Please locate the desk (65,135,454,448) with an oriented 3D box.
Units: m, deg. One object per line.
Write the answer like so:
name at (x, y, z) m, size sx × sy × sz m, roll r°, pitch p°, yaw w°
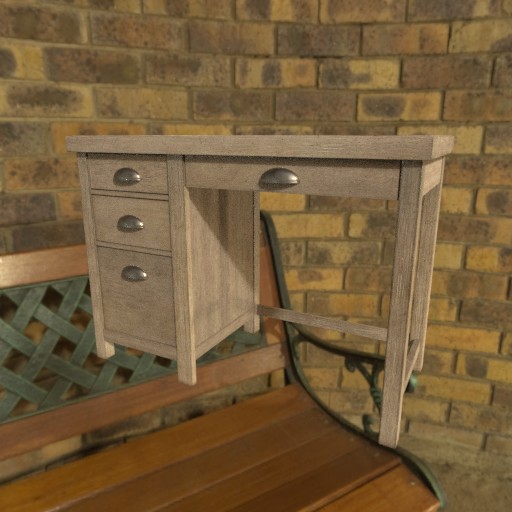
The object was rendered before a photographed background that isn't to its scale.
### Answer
desk at (0.000, 0.000, 1.738) m, size 1.289 × 0.912 × 0.610 m, roll 8°, pitch 17°, yaw 27°
